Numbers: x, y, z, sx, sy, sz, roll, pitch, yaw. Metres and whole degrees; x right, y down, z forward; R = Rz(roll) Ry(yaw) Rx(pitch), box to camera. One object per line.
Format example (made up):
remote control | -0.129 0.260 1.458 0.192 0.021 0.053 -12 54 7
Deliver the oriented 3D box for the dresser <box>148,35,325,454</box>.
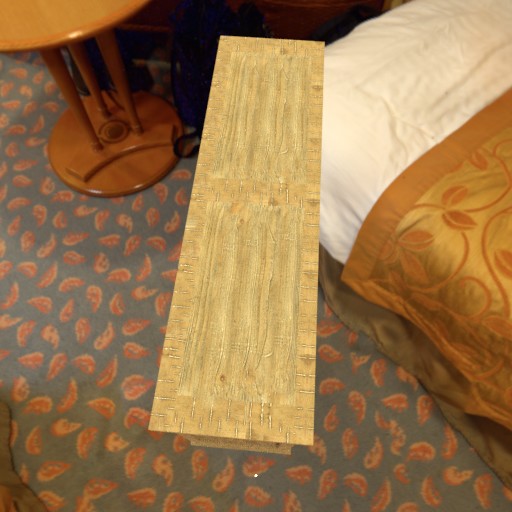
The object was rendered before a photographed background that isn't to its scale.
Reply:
dresser | 0.000 0.000 2.035 0.457 1.016 1.626 5 64 2
